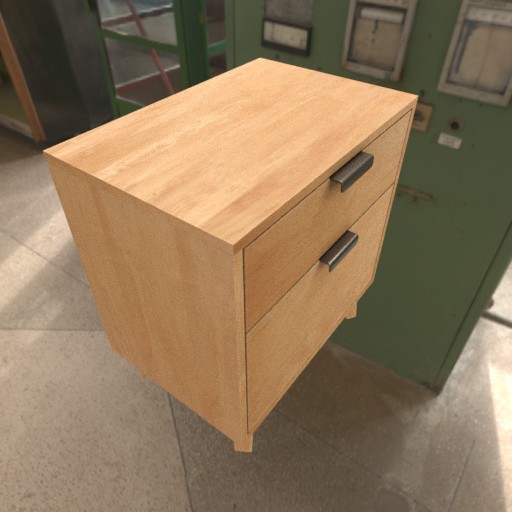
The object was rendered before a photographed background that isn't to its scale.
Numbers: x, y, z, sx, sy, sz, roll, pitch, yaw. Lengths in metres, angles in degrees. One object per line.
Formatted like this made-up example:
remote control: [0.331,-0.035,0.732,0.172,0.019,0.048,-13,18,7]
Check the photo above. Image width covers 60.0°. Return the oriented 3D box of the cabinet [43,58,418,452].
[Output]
cabinet: [0.000,0.000,0.944,0.394,0.599,0.551,26,47,27]
